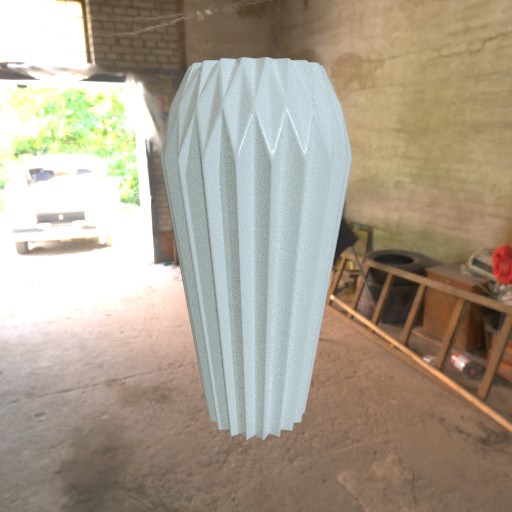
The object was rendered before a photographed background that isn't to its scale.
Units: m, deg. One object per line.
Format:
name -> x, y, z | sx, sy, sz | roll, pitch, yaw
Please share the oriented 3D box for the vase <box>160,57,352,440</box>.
vase -> 0.000, 0.000, 0.333 | 0.133, 0.263, 0.133 | 0, 16, 0
